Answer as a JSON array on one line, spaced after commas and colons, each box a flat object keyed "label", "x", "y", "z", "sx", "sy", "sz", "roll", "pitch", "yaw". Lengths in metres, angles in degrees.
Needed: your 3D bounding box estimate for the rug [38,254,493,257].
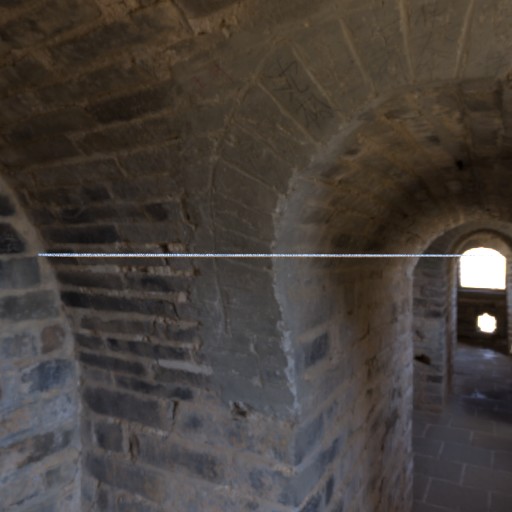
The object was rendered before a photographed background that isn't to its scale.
[{"label": "rug", "x": 0.000, "y": 0.000, "z": 2.167, "sx": 1.752, "sy": 0.006, "sz": 1.142, "roll": 0, "pitch": 0, "yaw": -17}]
